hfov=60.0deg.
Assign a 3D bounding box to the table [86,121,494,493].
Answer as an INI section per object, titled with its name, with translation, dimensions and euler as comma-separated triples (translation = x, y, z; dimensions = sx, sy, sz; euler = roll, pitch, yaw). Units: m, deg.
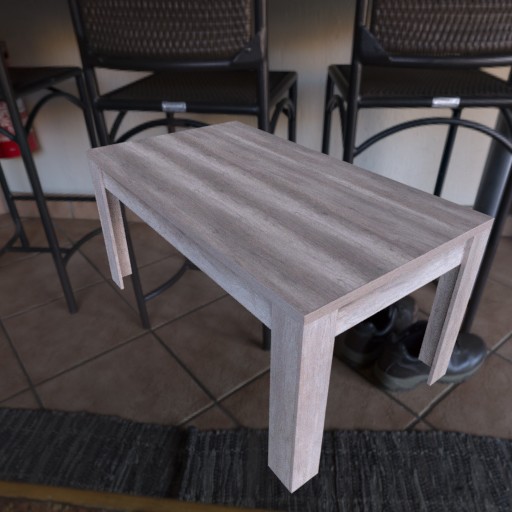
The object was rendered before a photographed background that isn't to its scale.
[table]
translation = 0.000, 0.000, 2.078
dimensions = 0.900, 0.775, 1.600
euler = -22, 38, -31
